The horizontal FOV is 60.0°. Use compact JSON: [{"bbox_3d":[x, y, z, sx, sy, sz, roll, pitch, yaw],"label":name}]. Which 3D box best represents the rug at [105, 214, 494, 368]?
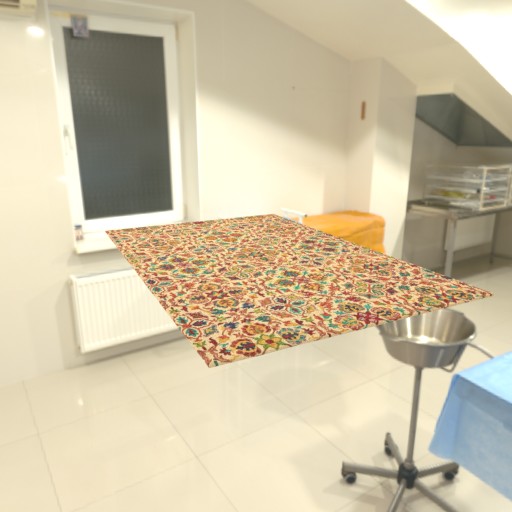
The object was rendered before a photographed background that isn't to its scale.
[{"bbox_3d":[0.000,0.000,2.302,1.226,0.013,1.838,-8,19,-26],"label":"rug"}]
